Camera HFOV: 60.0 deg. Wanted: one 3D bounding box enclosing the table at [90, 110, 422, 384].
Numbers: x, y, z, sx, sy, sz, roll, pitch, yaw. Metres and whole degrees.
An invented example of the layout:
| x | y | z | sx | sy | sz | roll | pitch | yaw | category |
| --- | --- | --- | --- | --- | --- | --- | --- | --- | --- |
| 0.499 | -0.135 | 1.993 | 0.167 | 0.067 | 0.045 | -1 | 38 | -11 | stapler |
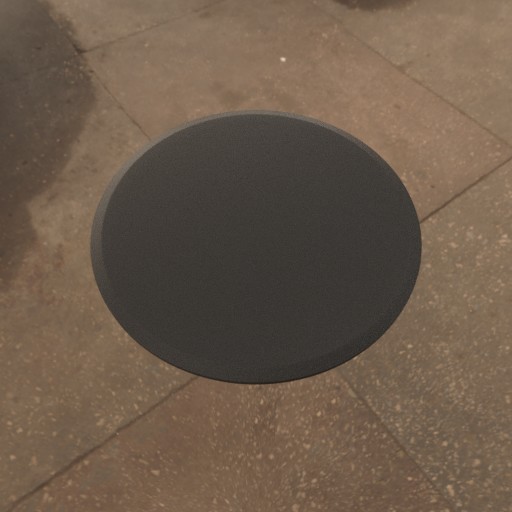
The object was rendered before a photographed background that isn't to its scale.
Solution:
| x | y | z | sx | sy | sz | roll | pitch | yaw | category |
| --- | --- | --- | --- | --- | --- | --- | --- | --- | --- |
| 0.000 | 0.000 | 1.387 | 0.900 | 0.400 | 0.900 | 0 | 58 | 0 | table |
